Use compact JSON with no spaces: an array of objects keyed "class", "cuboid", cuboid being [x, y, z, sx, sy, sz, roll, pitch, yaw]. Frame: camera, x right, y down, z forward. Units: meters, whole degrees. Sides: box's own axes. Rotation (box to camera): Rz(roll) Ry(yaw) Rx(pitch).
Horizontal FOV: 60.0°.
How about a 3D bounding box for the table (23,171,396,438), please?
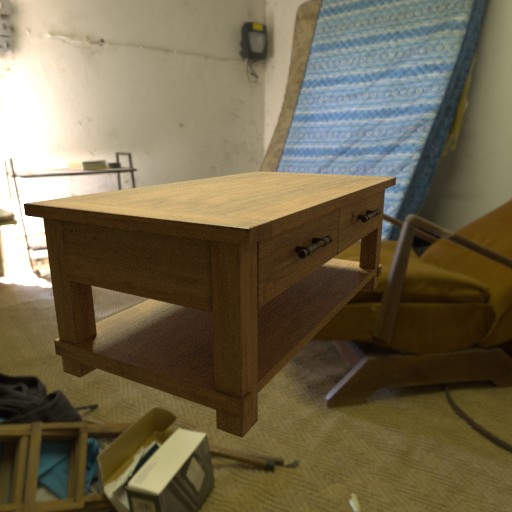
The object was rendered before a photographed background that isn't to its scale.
[{"class":"table","cuboid":[0.000,0.000,1.591,0.693,0.494,1.270,8,17,28]}]
